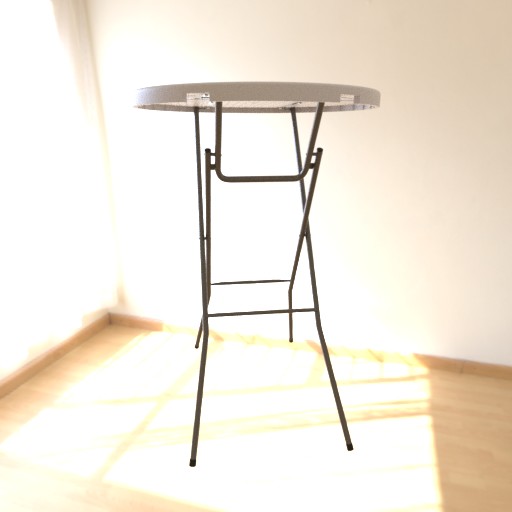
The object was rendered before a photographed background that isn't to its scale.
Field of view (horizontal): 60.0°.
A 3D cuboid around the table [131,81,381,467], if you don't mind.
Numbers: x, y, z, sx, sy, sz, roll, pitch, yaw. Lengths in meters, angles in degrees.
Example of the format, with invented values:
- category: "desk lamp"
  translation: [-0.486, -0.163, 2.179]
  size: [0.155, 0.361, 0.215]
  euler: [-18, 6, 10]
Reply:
- category: "table"
  translation: [0.000, 0.000, 1.607]
  size: [0.792, 1.105, 0.795]
  euler: [-2, 16, -8]
